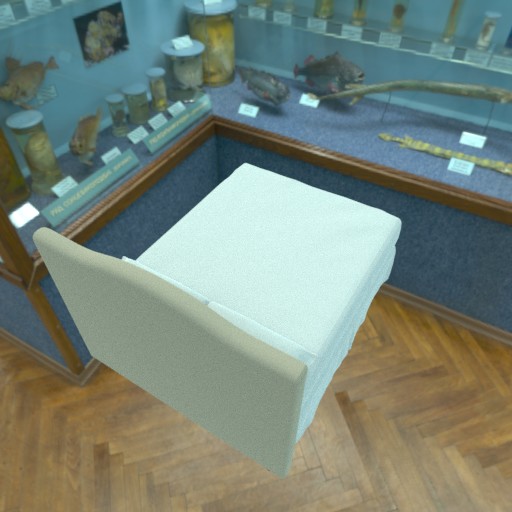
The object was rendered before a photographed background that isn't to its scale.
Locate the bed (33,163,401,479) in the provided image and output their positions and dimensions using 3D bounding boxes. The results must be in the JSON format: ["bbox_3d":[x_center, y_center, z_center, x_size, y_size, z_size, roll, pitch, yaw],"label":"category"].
[{"bbox_3d":[0.000,0.000,3.309,1.753,1.460,2.143,24,51,21],"label":"bed"}]
